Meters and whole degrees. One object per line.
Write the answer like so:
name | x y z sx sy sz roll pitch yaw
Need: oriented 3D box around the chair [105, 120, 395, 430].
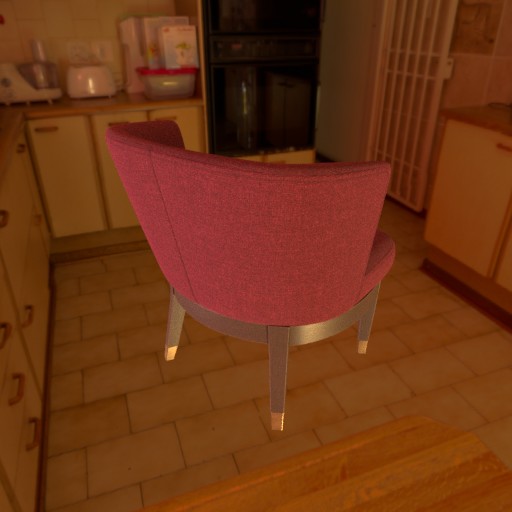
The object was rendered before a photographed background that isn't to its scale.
chair | 0.000 0.000 1.270 0.700 0.760 0.660 21 35 34
